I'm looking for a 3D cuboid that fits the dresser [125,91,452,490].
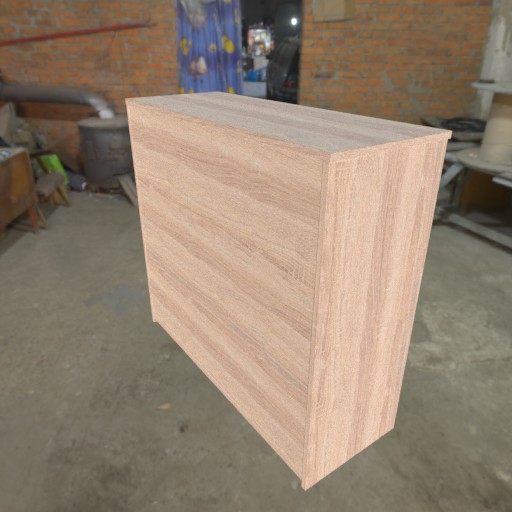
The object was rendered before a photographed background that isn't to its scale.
[{"bbox_3d":[0.000,0.000,1.433,0.380,0.900,0.980,-18,31,-32],"label":"dresser"}]
